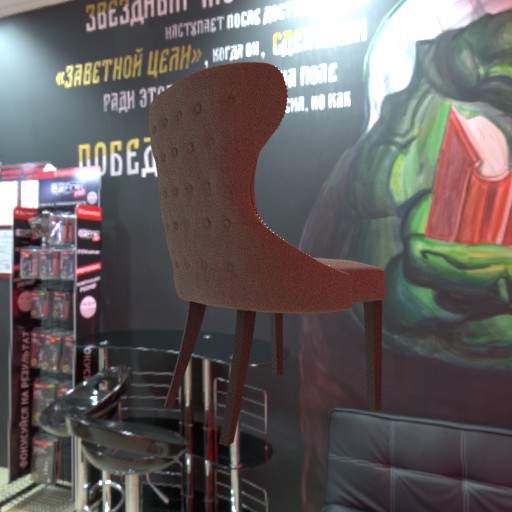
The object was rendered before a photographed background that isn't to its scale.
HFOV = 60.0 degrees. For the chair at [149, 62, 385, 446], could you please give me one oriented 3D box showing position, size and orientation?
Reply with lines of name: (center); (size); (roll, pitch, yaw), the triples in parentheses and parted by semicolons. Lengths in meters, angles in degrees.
chair: (0.000, 0.000, 1.417); (0.635, 0.967, 0.628); (-1, 1, -37)
